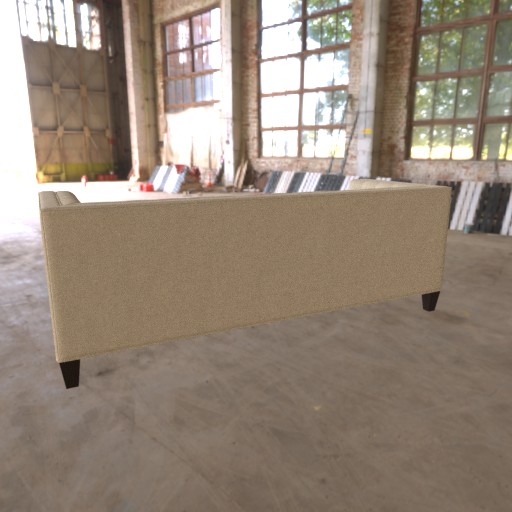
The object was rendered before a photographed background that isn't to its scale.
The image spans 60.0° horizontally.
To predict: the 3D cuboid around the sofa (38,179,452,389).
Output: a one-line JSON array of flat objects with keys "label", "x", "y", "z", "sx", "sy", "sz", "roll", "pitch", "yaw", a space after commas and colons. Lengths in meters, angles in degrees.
[{"label": "sofa", "x": 0.000, "y": 0.000, "z": 2.521, "sx": 2.159, "sy": 0.762, "sz": 0.775, "roll": -7, "pitch": 15, "yaw": -25}]
